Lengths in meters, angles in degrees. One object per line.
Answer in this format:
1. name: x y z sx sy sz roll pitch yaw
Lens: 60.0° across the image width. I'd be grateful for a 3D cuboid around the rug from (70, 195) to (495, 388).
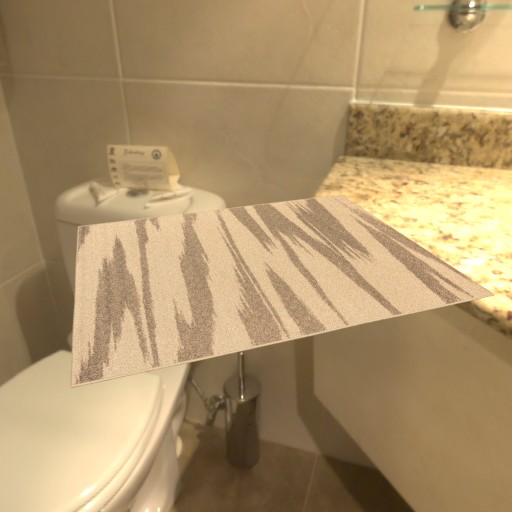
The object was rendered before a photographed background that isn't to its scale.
1. rug: 0.000 0.000 3.833 2.945 0.014 2.353 -9 28 -17
